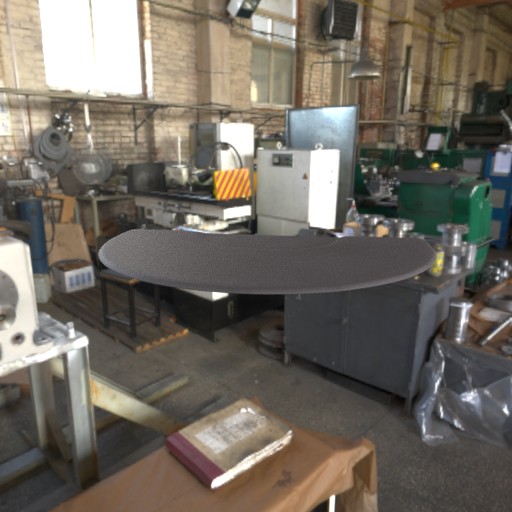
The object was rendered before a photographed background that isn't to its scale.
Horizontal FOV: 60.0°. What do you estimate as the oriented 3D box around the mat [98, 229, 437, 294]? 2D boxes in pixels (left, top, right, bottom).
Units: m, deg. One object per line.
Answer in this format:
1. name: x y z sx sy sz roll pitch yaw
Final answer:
1. mat: 0.000 0.000 1.845 1.525 0.022 0.917 2 14 9
